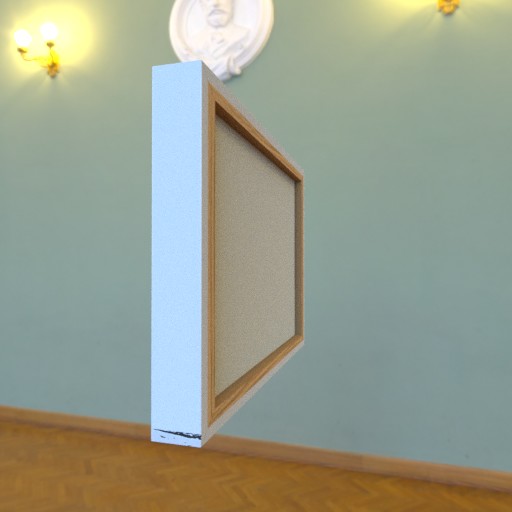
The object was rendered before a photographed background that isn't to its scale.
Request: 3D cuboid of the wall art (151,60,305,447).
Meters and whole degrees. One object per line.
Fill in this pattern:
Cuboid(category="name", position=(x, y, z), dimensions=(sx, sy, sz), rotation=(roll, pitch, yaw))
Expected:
Cuboid(category="wall art", position=(0.000, 0.000, 0.483), dimensions=(0.038, 0.259, 0.381), rotation=(0, -1, 17))
